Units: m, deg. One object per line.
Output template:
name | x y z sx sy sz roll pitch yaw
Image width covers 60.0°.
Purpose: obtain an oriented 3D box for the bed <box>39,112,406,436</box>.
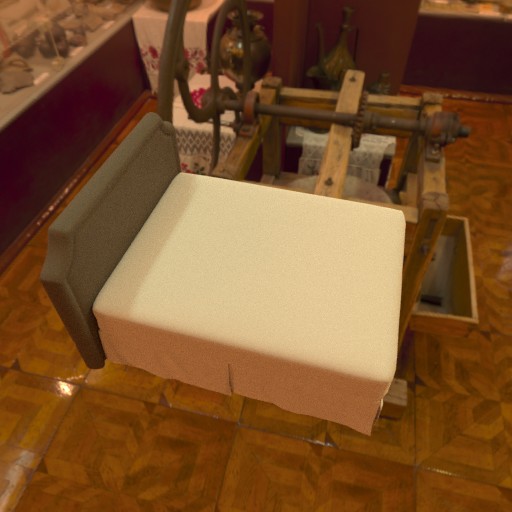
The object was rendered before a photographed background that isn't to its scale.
bed | 0.000 0.000 3.308 2.181 1.297 1.831 12 48 10
